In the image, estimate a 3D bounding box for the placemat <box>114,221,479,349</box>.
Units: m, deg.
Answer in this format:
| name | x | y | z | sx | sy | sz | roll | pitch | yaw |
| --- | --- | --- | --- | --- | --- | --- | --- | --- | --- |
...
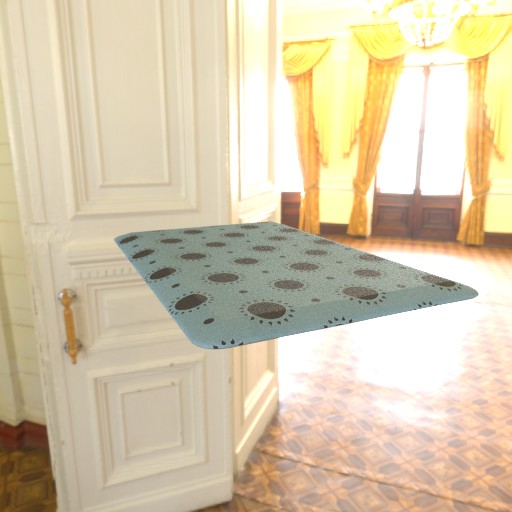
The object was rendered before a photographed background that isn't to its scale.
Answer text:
| name | x | y | z | sx | sy | sz | roll | pitch | yaw |
| --- | --- | --- | --- | --- | --- | --- | --- | --- | --- |
| placemat | 0.000 | 0.000 | 0.973 | 0.508 | 0.021 | 0.762 | -6 | 15 | -24 |
